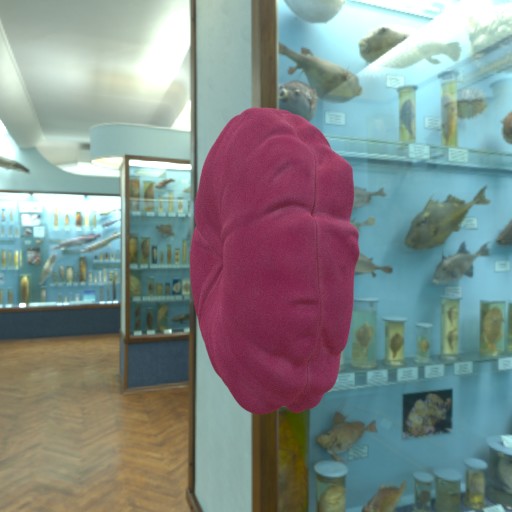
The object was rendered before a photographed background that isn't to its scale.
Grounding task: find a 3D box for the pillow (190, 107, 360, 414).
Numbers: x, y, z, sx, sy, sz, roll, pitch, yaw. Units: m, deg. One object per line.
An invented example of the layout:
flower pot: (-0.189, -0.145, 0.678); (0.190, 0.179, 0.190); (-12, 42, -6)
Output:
pillow: (0.000, 0.000, 0.641); (0.148, 0.407, 0.428); (0, 0, -19)
